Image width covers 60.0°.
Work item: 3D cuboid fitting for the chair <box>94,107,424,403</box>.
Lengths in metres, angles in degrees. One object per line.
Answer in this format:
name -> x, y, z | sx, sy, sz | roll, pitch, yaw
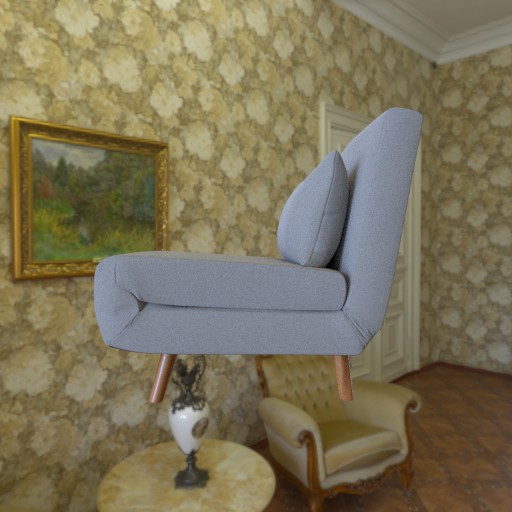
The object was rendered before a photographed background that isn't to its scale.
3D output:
chair -> 0.000, 0.000, 1.541 | 0.902, 0.808, 0.770 | 0, 1, 0
